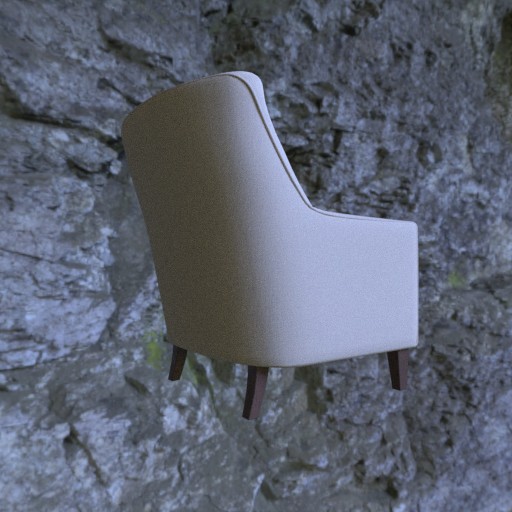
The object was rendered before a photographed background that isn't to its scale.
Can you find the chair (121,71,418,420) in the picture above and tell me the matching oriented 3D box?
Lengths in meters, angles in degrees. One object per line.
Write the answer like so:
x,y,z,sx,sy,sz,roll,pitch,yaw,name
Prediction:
0.000,0.000,1.564,0.879,0.916,0.756,1,-2,-35,chair
